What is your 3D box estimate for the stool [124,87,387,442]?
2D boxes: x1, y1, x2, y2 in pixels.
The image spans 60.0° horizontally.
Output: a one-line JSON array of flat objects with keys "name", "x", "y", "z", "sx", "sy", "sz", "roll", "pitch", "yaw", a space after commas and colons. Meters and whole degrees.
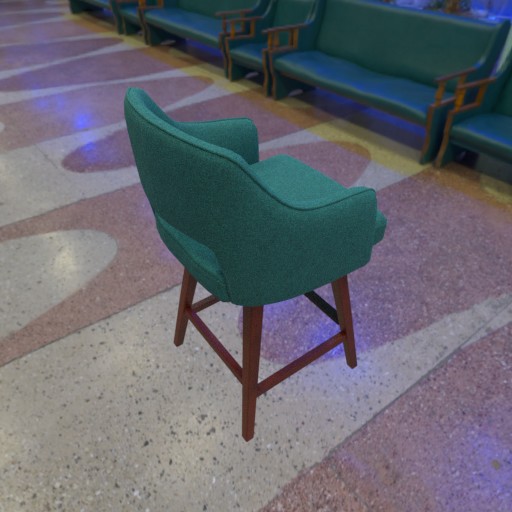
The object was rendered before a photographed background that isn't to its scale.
[{"name": "stool", "x": 0.000, "y": 0.000, "z": 1.279, "sx": 0.556, "sy": 0.961, "sz": 0.548, "roll": -25, "pitch": 46, "yaw": -27}]
